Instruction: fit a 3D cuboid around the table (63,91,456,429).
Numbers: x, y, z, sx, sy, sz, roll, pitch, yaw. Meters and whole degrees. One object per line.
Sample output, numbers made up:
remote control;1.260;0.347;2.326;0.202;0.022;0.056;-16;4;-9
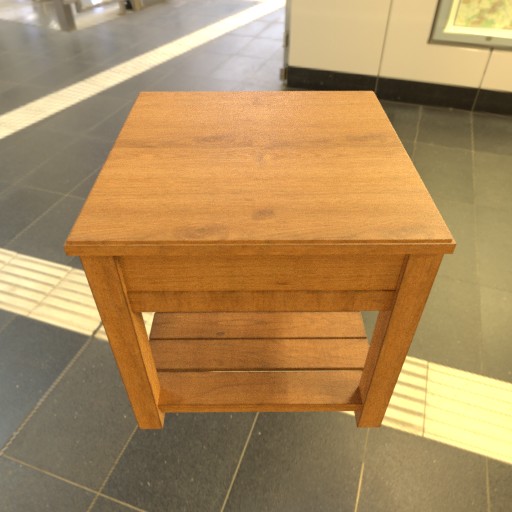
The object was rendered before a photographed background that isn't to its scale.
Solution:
table;0.000;0.000;1.103;0.612;0.593;0.616;0;41;0
